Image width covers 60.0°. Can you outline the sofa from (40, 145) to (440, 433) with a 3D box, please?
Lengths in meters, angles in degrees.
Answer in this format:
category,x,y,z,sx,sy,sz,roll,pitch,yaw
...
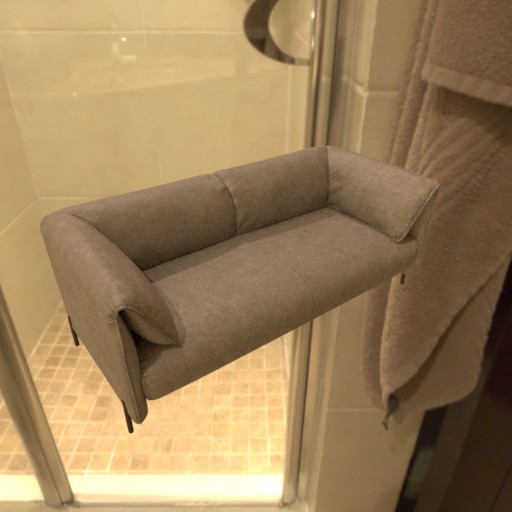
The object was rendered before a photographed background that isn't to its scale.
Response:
category,x,y,z,sx,sy,sz,roll,pitch,yaw
sofa,0.000,0.000,2.367,1.878,0.747,0.905,-21,36,-32
